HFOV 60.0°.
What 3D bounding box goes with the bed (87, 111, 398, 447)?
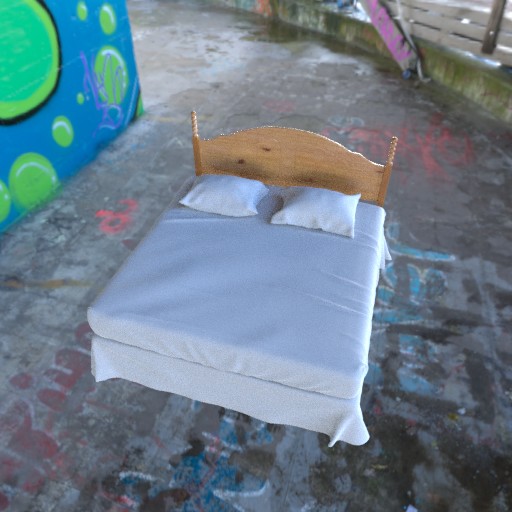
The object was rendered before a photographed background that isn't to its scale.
[{"bbox_3d":[0.000,0.000,3.672,2.322,1.355,2.219,11,43,12],"label":"bed"}]
